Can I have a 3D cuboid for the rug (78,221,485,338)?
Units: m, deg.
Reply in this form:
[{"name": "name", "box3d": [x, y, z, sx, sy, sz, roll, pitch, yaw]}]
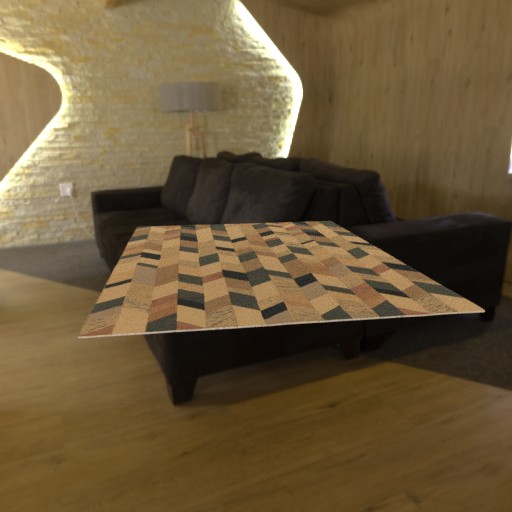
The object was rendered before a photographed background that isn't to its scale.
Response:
[{"name": "rug", "box3d": [0.000, 0.000, 4.061, 2.451, 0.011, 3.072, -2, 15, -9]}]
